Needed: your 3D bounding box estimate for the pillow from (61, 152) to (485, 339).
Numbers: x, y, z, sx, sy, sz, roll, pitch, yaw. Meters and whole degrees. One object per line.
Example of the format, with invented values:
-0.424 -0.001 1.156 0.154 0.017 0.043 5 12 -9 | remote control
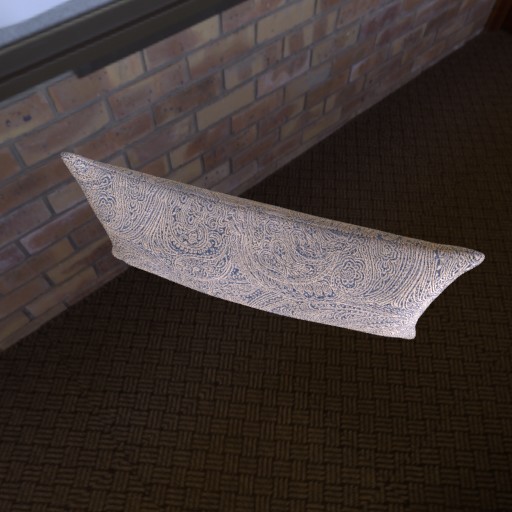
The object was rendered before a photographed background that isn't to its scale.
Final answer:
0.000 0.000 0.739 0.615 0.295 0.151 15 60 9 | pillow
